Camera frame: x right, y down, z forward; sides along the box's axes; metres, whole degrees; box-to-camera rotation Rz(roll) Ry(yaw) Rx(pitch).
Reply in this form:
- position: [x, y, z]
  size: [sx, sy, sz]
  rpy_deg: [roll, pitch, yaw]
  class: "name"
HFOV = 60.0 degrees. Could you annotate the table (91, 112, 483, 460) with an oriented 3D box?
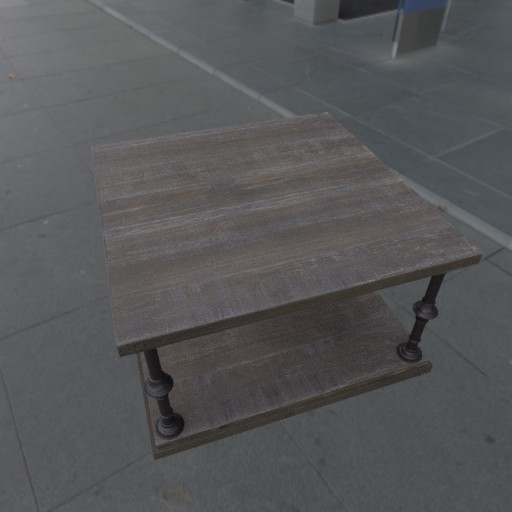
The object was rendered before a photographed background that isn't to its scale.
- position: [0.000, 0.000, 1.156]
  size: [0.696, 0.400, 0.696]
  rpy_deg: [-13, 43, -14]
  class: "table"
